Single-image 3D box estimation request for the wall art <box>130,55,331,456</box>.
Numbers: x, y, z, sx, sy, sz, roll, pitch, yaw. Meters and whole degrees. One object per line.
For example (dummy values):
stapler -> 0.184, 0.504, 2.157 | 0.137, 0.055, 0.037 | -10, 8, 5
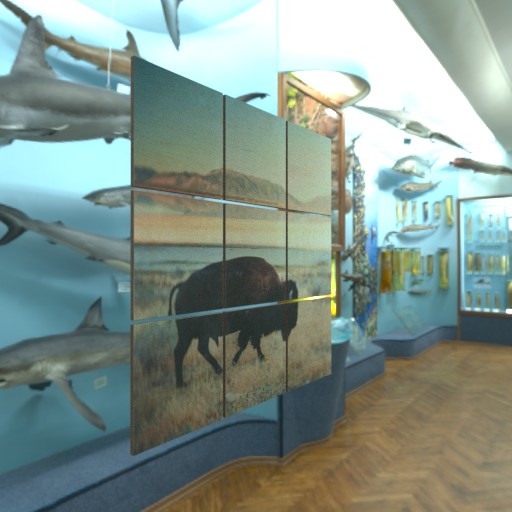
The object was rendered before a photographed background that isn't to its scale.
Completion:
wall art -> 0.000, 0.000, 1.359 | 0.018, 0.904, 0.906 | 0, 0, 39
